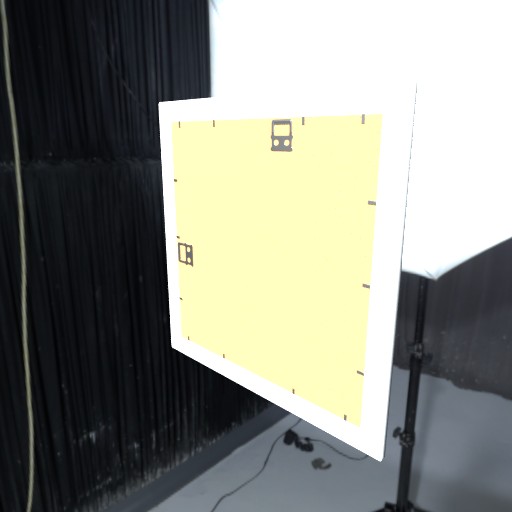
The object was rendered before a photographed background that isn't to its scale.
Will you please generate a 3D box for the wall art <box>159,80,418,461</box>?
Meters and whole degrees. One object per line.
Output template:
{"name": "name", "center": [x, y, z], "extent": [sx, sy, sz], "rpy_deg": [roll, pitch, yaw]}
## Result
{"name": "wall art", "center": [0.000, 0.000, 0.849], "extent": [0.584, 0.584, 0.013], "rpy_deg": [14, 21, 43]}
